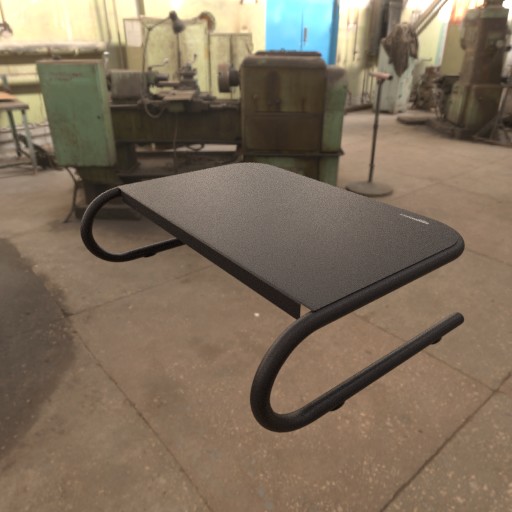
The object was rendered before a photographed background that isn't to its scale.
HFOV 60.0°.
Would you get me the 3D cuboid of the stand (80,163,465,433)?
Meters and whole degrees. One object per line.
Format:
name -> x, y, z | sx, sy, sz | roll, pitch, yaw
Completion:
stand -> 0.000, 0.000, 0.506 | 0.280, 0.108, 0.370 | -19, 32, -33
